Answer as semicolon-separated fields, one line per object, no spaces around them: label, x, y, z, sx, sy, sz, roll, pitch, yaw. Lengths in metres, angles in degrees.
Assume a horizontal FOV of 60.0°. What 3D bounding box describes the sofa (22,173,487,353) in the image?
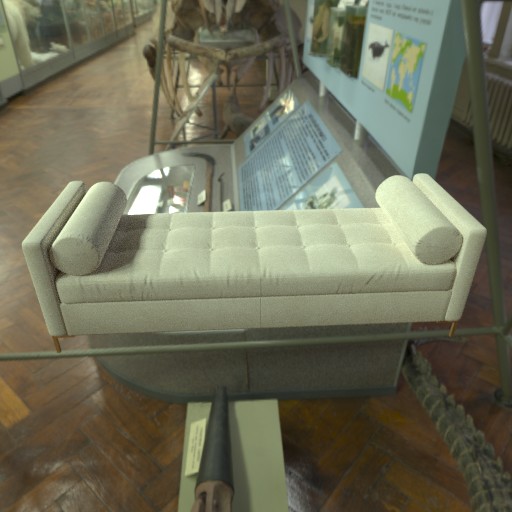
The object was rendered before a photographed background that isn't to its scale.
sofa;0.000;0.000;2.310;1.981;0.635;0.686;-2;31;-3
